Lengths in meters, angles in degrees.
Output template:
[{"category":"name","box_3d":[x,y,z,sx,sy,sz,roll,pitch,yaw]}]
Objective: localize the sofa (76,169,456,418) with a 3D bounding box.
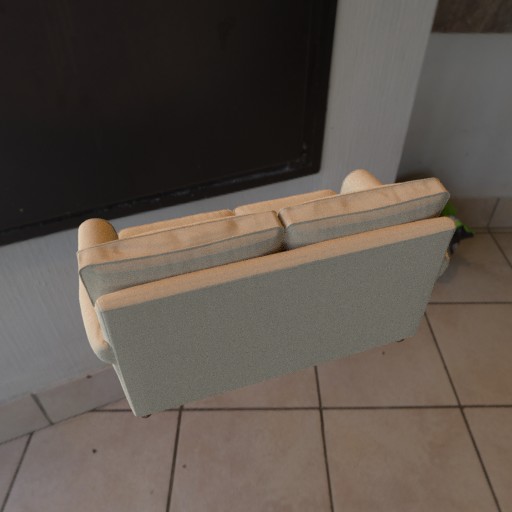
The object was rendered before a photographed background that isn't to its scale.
[{"category":"sofa","box_3d":[0.000,0.000,2.235,1.665,0.937,0.964,-13,43,-14]}]
